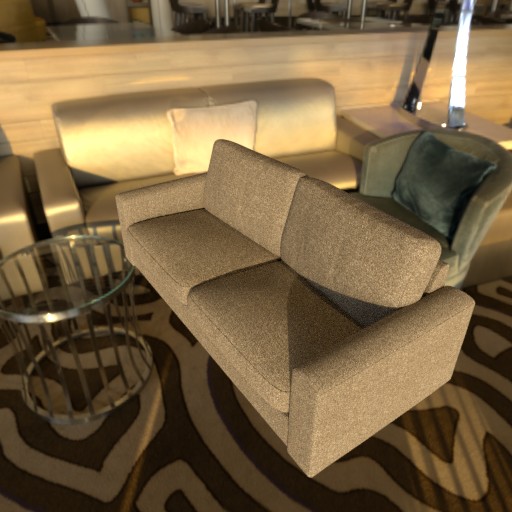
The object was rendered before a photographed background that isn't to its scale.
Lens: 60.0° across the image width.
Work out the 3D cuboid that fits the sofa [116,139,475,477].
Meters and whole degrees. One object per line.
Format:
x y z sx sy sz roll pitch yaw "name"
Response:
0.000 0.000 2.655 1.016 0.873 2.179 -20 37 -29 "sofa"
